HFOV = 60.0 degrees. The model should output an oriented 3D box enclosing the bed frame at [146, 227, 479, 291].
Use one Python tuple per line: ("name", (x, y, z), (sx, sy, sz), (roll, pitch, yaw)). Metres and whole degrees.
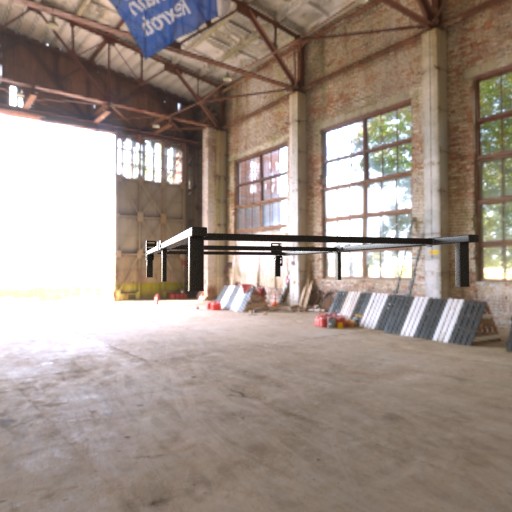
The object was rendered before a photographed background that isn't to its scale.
("bed frame", (0.000, 0.000, 2.230), (0.968, 0.248, 1.897), (0, -2, -17))
